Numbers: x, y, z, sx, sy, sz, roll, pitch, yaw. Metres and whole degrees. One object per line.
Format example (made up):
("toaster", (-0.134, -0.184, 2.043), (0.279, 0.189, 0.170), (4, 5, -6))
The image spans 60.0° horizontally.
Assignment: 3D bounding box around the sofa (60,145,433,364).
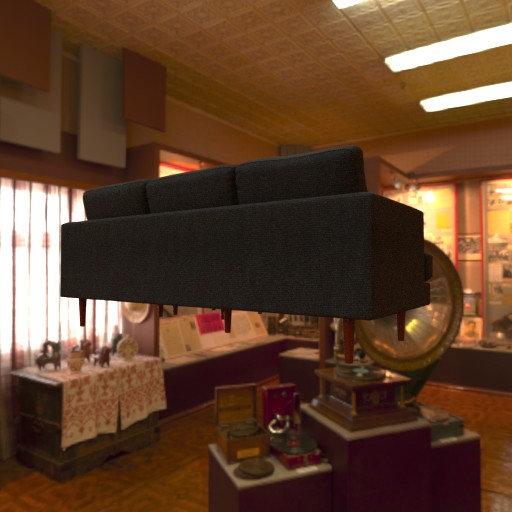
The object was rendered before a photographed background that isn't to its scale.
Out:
("sofa", (0.000, 0.000, 2.989), (2.233, 0.956, 1.504), (-1, -2, 36))
